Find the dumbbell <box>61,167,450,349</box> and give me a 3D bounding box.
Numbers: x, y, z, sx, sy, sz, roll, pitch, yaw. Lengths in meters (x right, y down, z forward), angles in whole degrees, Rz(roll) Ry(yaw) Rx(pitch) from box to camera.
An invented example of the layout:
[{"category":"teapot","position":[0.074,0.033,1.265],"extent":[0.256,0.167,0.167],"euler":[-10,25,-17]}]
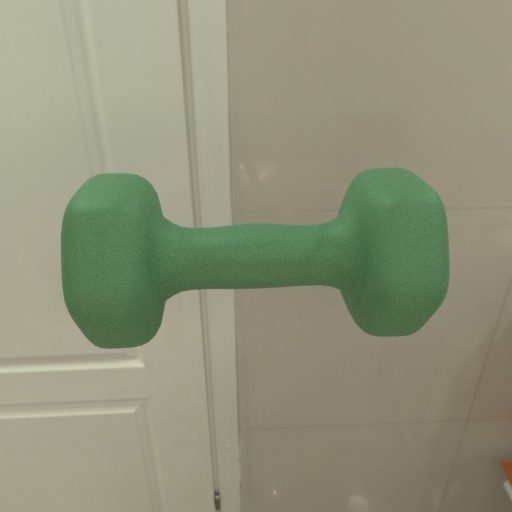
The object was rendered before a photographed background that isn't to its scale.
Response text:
[{"category":"dumbbell","position":[0.000,0.000,0.327],"extent":[0.260,0.117,0.129],"euler":[-1,28,-3]}]
